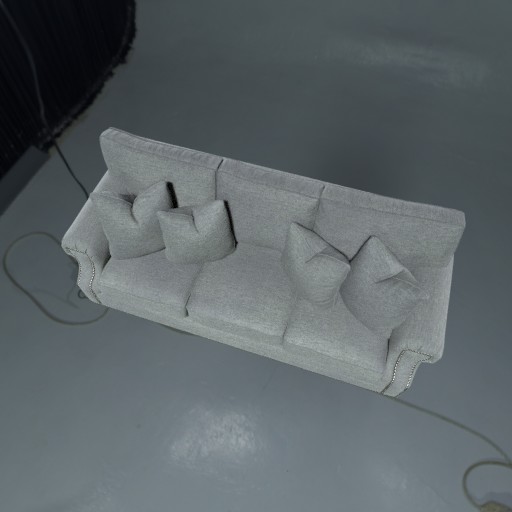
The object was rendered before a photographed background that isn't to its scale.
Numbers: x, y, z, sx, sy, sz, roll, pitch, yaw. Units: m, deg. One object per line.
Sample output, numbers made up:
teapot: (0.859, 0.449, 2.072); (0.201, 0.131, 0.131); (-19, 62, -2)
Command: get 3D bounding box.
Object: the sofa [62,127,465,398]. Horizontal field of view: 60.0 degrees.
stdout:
sofa: (0.000, 0.000, 2.788); (2.312, 0.975, 0.965); (16, 59, 10)
